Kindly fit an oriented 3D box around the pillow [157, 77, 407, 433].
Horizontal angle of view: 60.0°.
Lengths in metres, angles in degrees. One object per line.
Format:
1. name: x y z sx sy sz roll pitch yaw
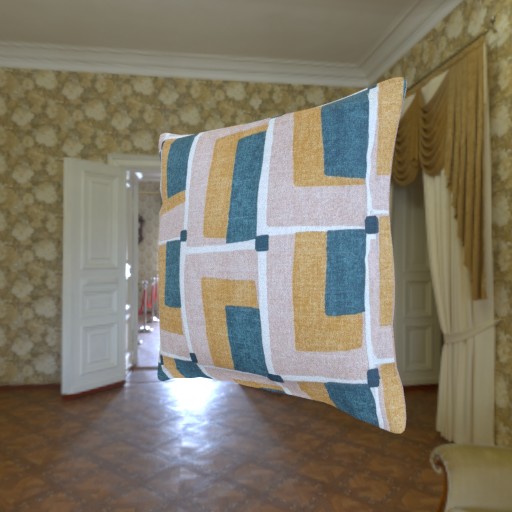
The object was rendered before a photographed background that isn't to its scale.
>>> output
1. pillow: 0.000 0.000 0.718 0.478 0.479 0.158 0 -1 36
